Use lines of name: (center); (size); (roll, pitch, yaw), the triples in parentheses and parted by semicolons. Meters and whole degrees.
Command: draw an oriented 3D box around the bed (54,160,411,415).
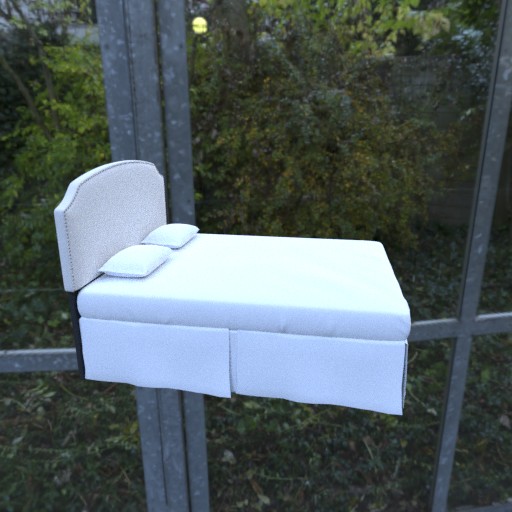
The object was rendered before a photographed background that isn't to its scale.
bed: (0.000, 0.000, 3.110); (1.999, 1.270, 1.558); (3, 17, 9)
